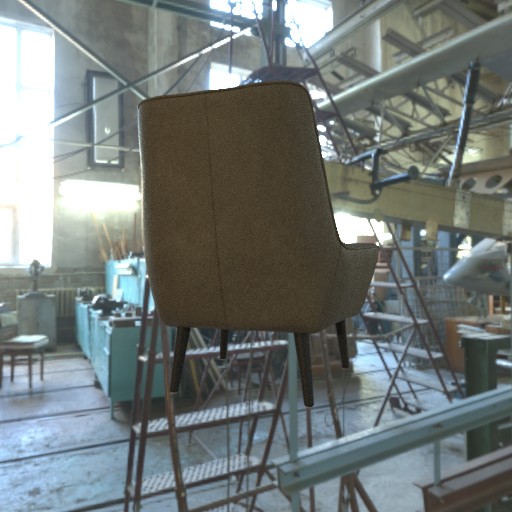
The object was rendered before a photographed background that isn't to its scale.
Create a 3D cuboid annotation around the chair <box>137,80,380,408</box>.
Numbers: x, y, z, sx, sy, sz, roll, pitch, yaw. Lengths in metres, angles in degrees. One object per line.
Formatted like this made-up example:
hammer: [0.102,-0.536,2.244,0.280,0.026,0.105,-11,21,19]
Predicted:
chair: [0.000,0.000,1.532,0.787,0.888,0.824,0,-1,19]
